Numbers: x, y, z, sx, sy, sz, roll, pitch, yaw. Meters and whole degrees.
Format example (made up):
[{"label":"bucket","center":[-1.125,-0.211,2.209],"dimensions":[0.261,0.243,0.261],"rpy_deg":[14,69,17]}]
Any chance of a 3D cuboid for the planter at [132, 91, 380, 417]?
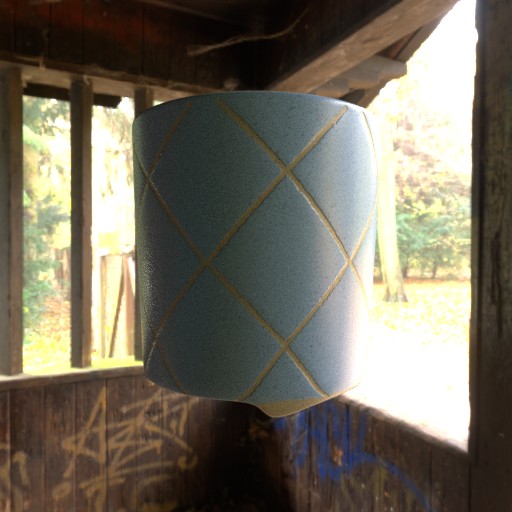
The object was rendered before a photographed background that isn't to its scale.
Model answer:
[{"label":"planter","center":[0.000,0.000,0.423],"dimensions":[0.227,0.235,0.227],"rpy_deg":[0,1,0]}]
